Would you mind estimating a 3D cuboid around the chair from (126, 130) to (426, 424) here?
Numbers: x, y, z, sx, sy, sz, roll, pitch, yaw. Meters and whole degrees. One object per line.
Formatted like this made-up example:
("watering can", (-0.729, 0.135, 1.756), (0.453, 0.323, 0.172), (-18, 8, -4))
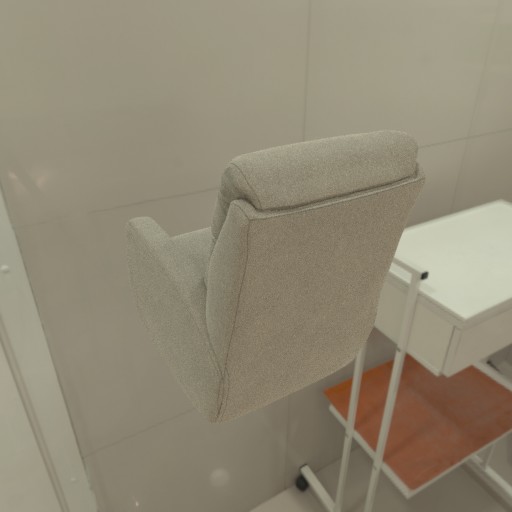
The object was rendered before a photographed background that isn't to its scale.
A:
("chair", (0.000, 0.000, 1.683), (0.794, 1.021, 0.940), (-16, 33, -27))
